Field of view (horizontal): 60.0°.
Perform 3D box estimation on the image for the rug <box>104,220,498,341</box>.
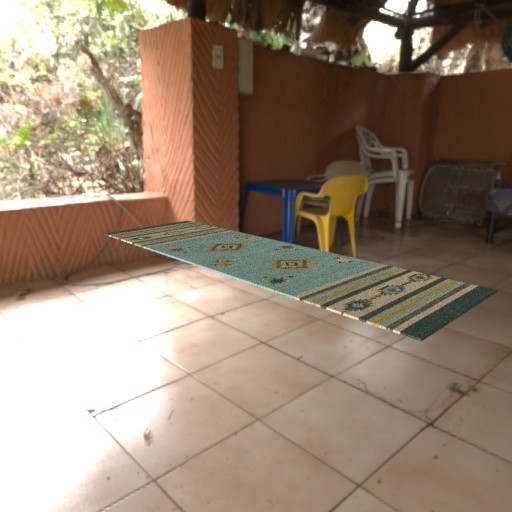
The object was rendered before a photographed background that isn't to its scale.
[{"bbox_3d":[0.000,0.000,2.643,0.744,0.010,2.441,-14,20,-42],"label":"rug"}]
